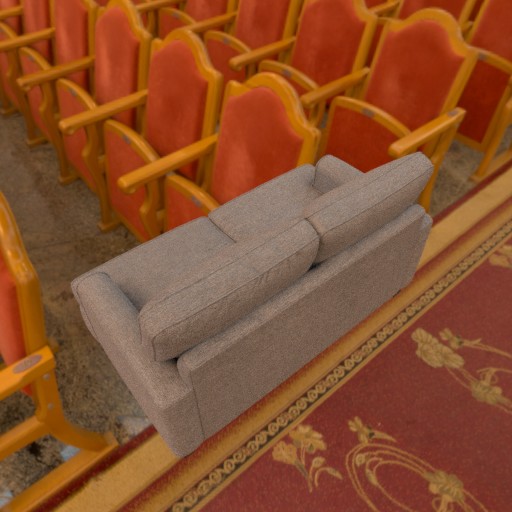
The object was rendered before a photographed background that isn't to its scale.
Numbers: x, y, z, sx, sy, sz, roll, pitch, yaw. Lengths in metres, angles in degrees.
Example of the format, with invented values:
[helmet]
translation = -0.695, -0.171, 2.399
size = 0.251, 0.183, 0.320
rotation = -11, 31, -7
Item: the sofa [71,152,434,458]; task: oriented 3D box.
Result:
[sofa]
translation = 0.000, 0.000, 2.253
size = 1.651, 0.965, 0.965
rotation = -30, 53, -26
